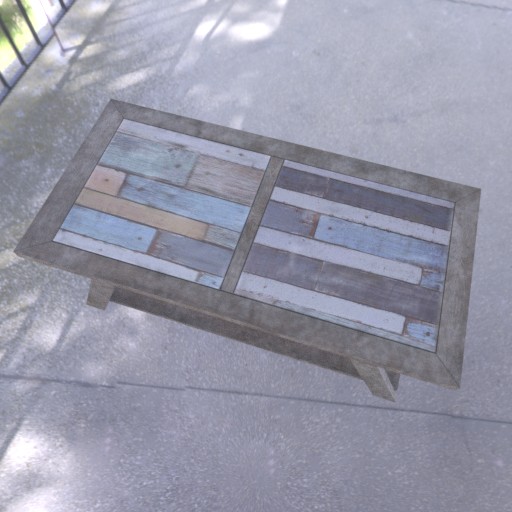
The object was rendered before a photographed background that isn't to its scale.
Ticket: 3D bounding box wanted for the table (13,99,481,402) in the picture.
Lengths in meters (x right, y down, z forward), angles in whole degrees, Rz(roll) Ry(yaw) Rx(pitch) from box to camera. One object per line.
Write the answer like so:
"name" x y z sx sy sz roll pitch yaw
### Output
"table" 0.000 0.000 1.484 1.219 0.470 0.610 16 64 8
